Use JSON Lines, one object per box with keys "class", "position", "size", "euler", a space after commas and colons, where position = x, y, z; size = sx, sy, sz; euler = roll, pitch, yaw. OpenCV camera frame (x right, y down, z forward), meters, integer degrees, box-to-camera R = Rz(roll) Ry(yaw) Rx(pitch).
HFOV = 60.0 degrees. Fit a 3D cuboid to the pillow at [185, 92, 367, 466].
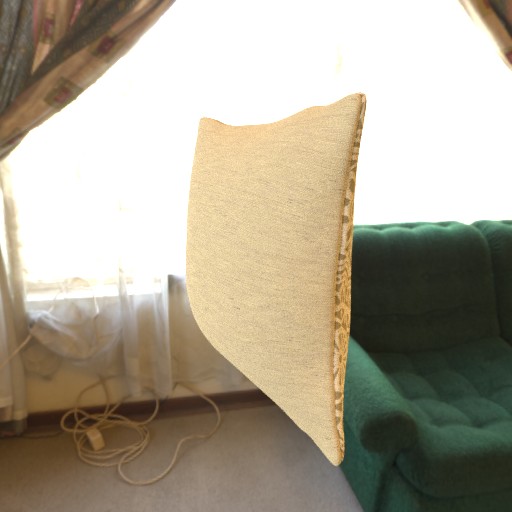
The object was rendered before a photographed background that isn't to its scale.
{"class": "pillow", "position": [0.000, 0.000, 0.657], "size": [0.167, 0.421, 0.438], "euler": [-7, 16, -27]}
